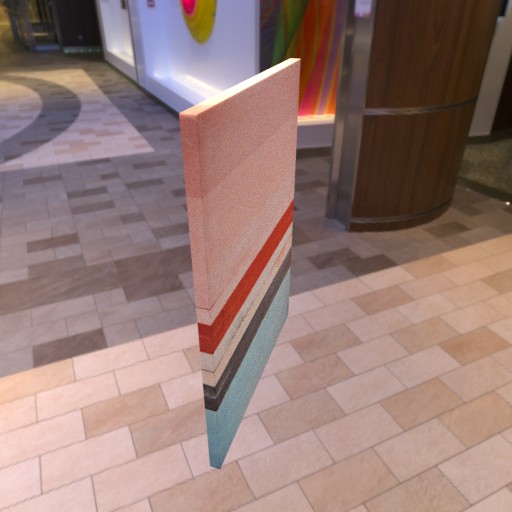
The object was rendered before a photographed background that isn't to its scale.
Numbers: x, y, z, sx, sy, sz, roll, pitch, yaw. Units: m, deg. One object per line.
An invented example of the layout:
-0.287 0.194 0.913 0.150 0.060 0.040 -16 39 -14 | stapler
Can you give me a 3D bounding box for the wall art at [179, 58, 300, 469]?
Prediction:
0.000 0.000 1.348 0.039 1.016 0.761 10 32 16 | wall art
